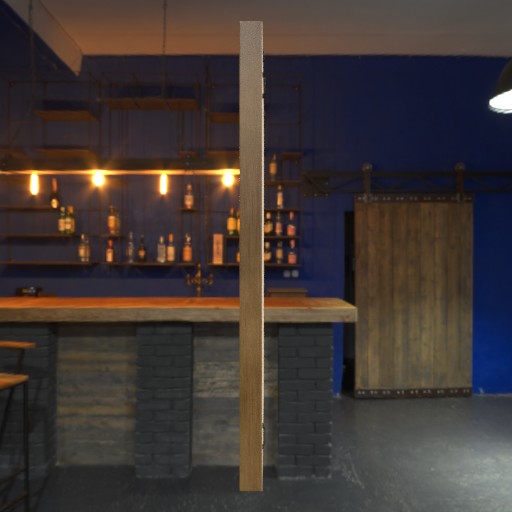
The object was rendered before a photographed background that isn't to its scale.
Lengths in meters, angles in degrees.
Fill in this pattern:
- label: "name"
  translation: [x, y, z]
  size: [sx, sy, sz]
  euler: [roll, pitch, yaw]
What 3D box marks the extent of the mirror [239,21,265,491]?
- label: "mirror"
  translation: [0.000, 0.000, 0.923]
  size: [0.039, 0.711, 0.508]
  euler: [0, 0, 1]
